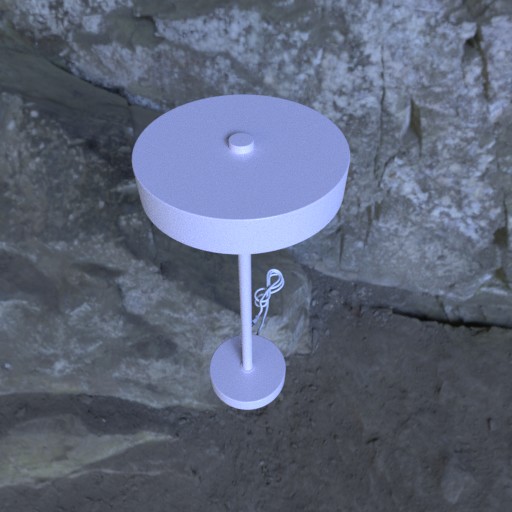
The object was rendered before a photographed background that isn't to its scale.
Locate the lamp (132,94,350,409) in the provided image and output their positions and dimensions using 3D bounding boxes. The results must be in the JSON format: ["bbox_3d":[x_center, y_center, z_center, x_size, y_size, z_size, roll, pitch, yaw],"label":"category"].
[{"bbox_3d":[0.000,0.000,0.696,0.229,0.508,0.369,9,48,9],"label":"lamp"}]
